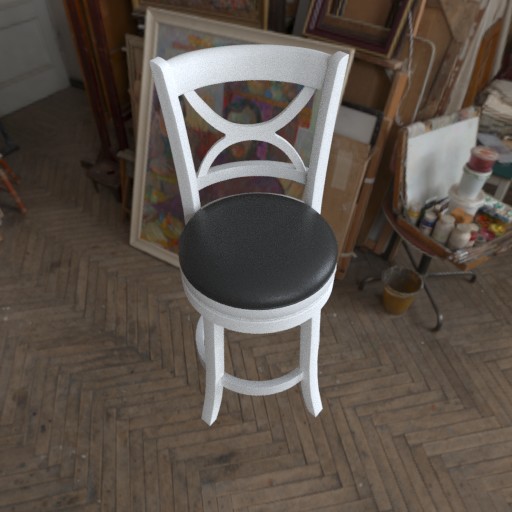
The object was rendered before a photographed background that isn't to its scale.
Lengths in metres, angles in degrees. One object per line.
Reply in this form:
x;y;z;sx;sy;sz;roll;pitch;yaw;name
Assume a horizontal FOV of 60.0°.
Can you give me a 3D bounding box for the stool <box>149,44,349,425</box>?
0.000;0.000;1.213;0.444;0.953;0.508;-3;44;-4;stool
